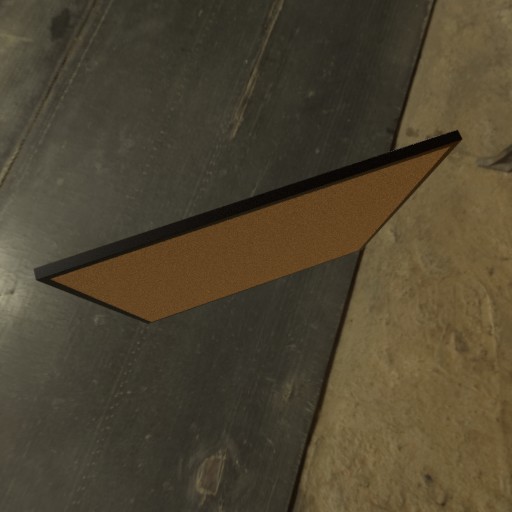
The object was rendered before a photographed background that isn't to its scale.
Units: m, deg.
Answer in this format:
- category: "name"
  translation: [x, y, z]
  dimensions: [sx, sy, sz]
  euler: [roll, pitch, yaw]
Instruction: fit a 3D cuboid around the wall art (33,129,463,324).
- category: "wall art"
  translation: [0.000, 0.000, 0.672]
  dimensions: [0.457, 0.458, 0.012]
  euler: [-19, 77, -5]
